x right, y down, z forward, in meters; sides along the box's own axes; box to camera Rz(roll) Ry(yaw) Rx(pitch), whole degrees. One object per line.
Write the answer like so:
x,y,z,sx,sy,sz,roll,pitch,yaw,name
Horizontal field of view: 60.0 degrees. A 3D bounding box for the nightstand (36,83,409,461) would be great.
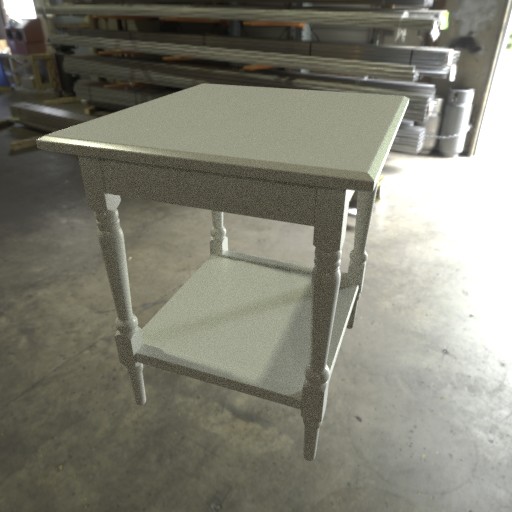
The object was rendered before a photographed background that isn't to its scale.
0.000,0.000,0.879,0.459,0.555,0.505,11,31,18,nightstand
